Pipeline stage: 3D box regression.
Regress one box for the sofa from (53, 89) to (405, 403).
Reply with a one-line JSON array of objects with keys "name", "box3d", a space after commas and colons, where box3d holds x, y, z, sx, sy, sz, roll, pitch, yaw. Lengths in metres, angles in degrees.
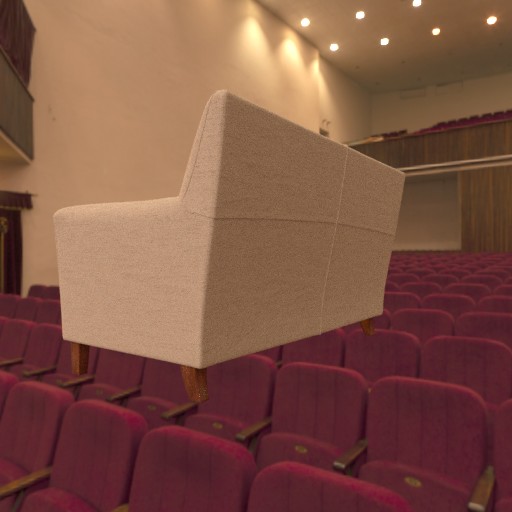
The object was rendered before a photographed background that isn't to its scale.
[{"name": "sofa", "box3d": [0.000, 0.000, 2.008, 0.891, 0.892, 1.482, 0, 0, 36]}]
